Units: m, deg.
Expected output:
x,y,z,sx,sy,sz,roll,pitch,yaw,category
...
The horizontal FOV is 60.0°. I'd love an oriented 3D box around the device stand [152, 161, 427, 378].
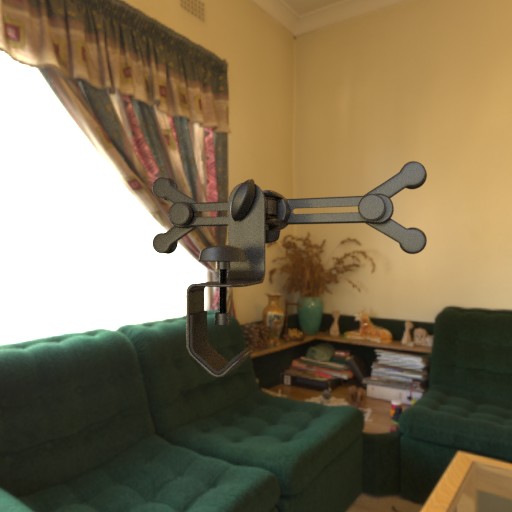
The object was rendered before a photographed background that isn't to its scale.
x,y,z,sx,sy,sz,roll,pitch,yaw,category
0.000,0.000,0.368,0.270,0.166,0.142,0,0,19,device stand
